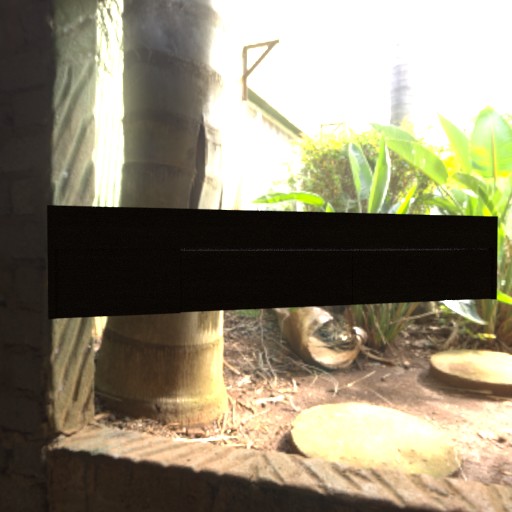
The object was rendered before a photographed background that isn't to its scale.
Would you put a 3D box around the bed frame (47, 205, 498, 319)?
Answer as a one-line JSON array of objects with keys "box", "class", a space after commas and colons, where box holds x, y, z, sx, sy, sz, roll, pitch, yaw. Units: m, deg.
[{"box": [0.000, 0.000, 2.502, 1.944, 0.459, 1.448, 0, 1, -17], "class": "bed frame"}]
